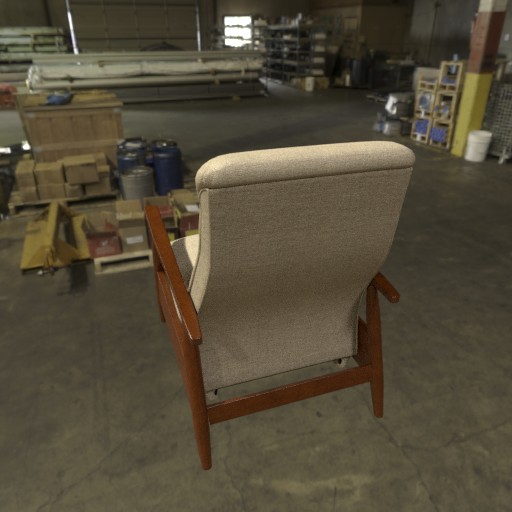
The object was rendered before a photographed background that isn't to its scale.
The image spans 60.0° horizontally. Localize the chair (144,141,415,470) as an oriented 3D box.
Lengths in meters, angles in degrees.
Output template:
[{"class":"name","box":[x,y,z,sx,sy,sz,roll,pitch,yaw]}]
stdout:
[{"class":"chair","box":[0.000,0.000,1.812,0.762,1.082,1.014,-9,28,-17]}]
